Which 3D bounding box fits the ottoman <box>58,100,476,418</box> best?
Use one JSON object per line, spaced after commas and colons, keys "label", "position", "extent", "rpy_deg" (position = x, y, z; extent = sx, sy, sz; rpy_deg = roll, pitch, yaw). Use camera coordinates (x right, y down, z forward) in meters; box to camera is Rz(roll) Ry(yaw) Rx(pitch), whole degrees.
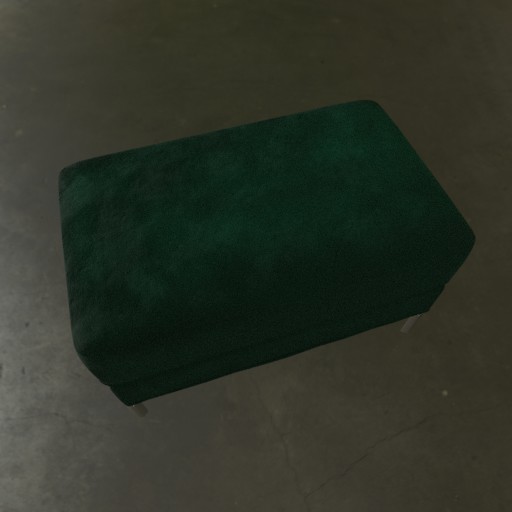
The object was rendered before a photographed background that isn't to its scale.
{"label": "ottoman", "position": [0.000, 0.000, 1.216], "extent": [0.886, 0.533, 0.536], "rpy_deg": [-15, 58, -10]}
